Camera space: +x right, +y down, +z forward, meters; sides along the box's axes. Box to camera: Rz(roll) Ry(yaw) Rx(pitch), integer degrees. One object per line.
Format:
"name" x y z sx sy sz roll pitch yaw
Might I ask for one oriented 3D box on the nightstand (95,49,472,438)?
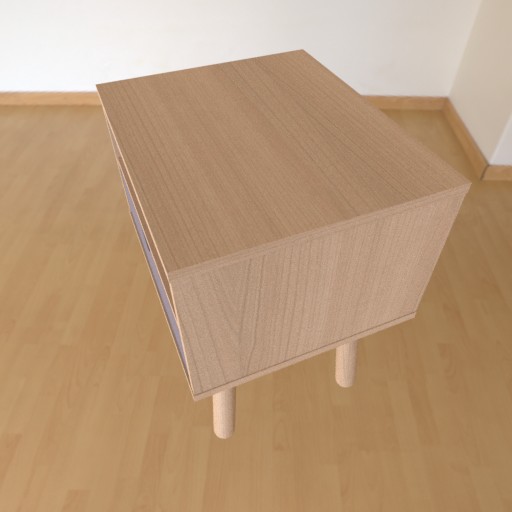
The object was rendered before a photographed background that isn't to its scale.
"nightstand" 0.000 0.000 0.822 0.380 0.530 0.450 -17 48 -16
